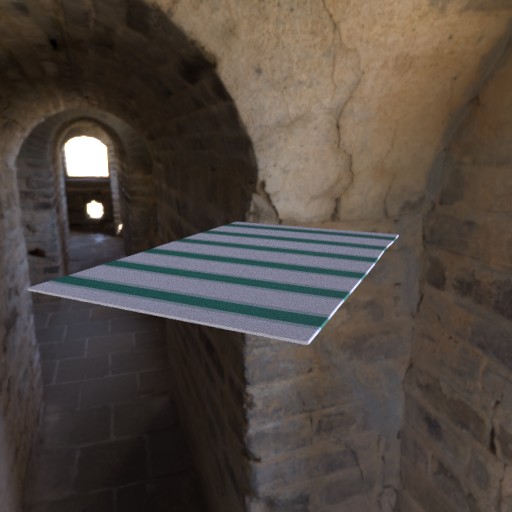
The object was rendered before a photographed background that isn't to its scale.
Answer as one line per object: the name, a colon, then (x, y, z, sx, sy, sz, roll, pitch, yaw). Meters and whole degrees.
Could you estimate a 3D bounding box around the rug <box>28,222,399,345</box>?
rug: (0.000, 0.000, 2.364, 1.210, 0.012, 1.829, 6, 15, 25)
